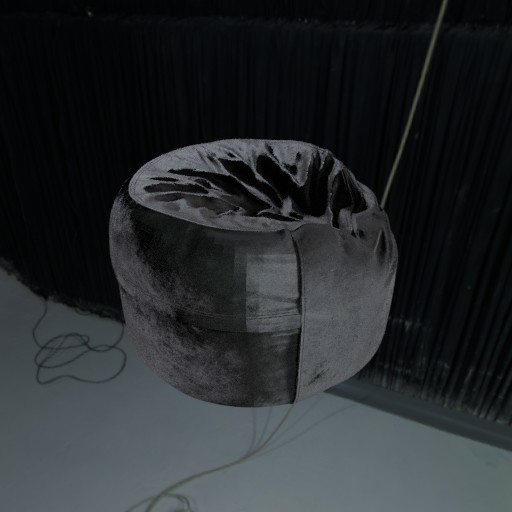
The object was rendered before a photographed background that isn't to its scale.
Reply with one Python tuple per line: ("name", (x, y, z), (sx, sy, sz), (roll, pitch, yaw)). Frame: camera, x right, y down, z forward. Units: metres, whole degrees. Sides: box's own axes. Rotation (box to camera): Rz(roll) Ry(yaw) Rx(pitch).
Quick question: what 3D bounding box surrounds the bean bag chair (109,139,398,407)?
("bean bag chair", (0.000, 0.000, 1.502), (0.918, 0.605, 0.918), (0, 31, 0))
